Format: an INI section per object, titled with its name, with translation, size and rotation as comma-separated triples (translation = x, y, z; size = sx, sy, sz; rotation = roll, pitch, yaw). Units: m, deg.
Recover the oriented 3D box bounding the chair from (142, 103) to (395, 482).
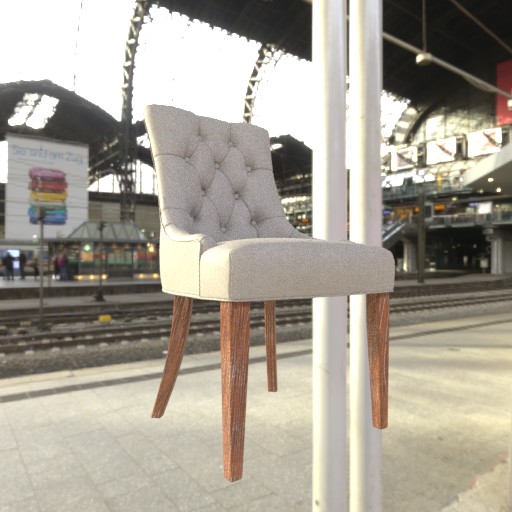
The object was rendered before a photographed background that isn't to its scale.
[chair]
translation = 0.000, 0.000, 1.185
size = 0.509, 0.874, 0.565
rotation = 0, -1, -36
